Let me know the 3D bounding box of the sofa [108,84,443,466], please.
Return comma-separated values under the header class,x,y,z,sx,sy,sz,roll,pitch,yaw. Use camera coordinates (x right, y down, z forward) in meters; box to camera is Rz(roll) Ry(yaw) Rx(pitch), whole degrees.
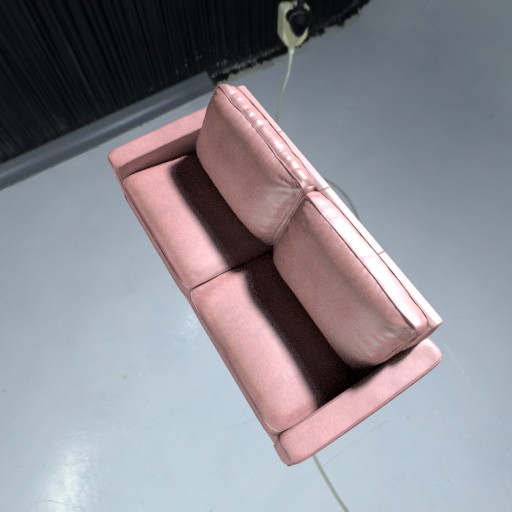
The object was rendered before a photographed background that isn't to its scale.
class,x,y,z,sx,sy,sz,roll,pitch,yaw
sofa,0.000,0.000,2.564,0.940,0.919,2.080,-30,68,-14
